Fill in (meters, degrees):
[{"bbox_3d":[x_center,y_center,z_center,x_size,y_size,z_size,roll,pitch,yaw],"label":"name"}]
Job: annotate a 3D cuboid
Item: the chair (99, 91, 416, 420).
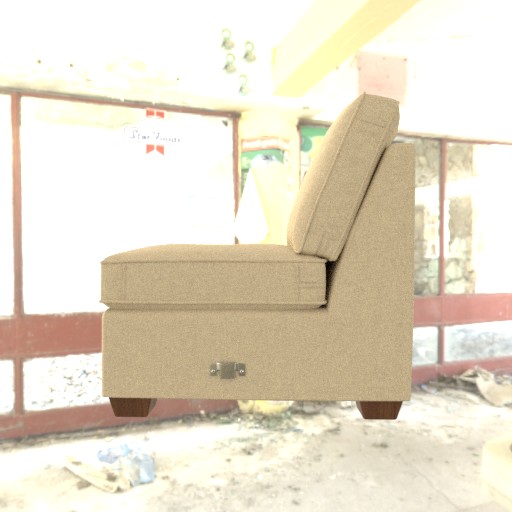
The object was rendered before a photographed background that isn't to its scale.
[{"bbox_3d":[0.000,0.000,1.584,0.938,0.970,0.621,0,1,2],"label":"chair"}]
